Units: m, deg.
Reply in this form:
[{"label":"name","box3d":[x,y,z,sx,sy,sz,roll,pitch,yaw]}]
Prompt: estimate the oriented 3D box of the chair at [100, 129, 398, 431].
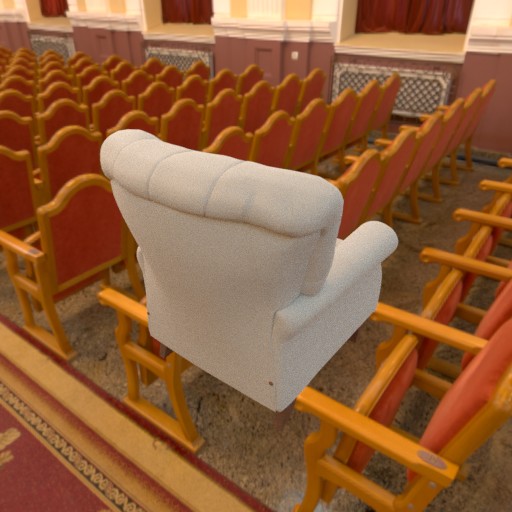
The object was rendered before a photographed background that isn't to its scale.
[{"label":"chair","box3d":[0.000,0.000,2.119,1.090,1.217,1.128,21,36,32]}]
